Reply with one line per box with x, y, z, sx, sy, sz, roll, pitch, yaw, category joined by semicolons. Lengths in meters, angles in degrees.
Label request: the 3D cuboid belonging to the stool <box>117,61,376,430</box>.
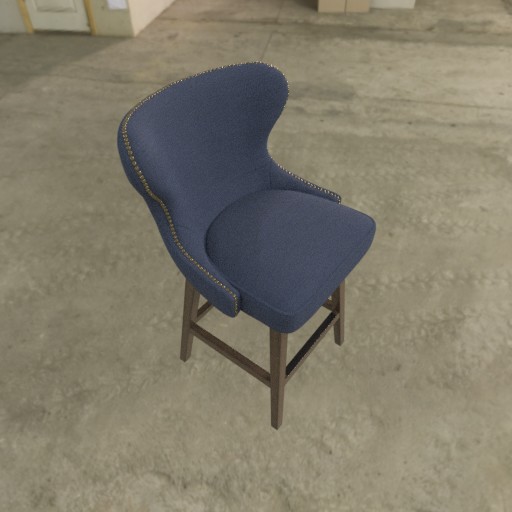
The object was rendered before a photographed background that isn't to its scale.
0.000;0.000;1.400;0.597;0.972;0.615;28;50;26;stool
